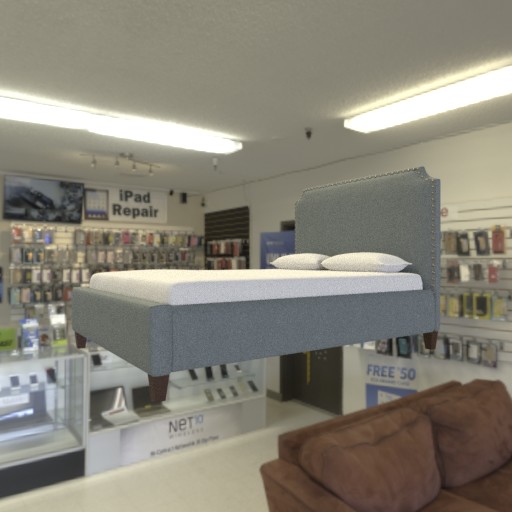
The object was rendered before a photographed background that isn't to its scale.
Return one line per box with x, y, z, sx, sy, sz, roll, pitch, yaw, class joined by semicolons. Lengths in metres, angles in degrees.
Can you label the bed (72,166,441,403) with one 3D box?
0.000;0.000;3.468;2.372;1.443;1.712;0;-1;-35;bed
